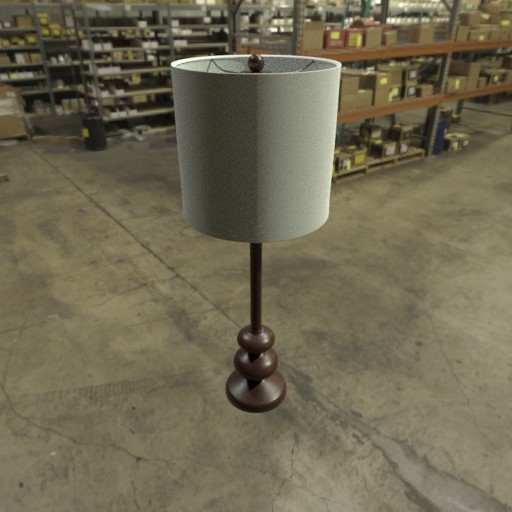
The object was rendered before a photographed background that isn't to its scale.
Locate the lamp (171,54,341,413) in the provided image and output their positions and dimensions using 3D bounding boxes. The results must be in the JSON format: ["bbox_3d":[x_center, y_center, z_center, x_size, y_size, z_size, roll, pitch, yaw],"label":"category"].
[{"bbox_3d":[0.000,0.000,0.829,0.254,0.690,0.254,-21,35,-32],"label":"lamp"}]
